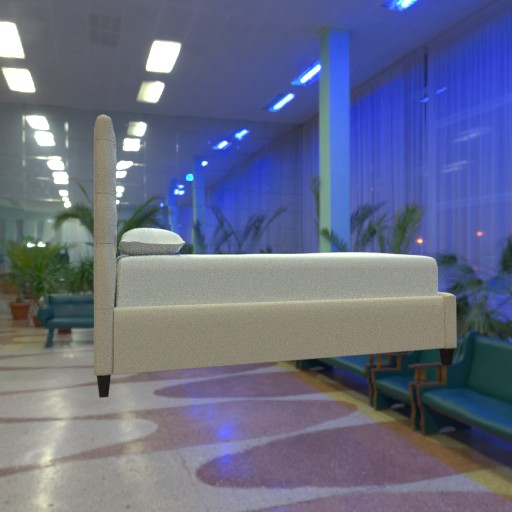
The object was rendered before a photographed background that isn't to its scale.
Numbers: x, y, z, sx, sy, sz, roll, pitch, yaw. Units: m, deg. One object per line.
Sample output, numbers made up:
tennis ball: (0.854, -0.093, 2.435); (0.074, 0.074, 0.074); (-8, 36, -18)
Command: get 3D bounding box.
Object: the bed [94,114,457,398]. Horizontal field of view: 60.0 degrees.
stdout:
bed: (0.000, 0.000, 3.341); (2.233, 1.426, 1.696); (0, 0, -18)
